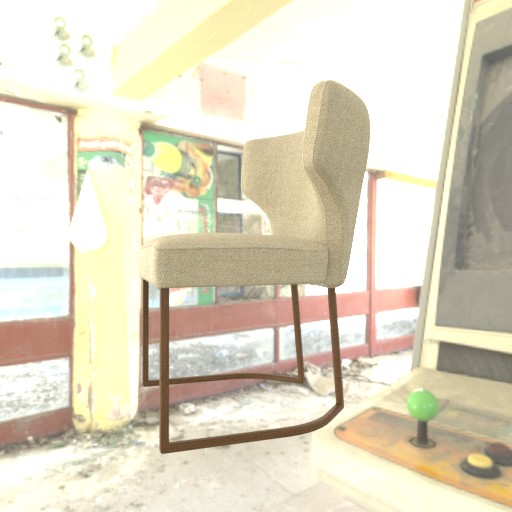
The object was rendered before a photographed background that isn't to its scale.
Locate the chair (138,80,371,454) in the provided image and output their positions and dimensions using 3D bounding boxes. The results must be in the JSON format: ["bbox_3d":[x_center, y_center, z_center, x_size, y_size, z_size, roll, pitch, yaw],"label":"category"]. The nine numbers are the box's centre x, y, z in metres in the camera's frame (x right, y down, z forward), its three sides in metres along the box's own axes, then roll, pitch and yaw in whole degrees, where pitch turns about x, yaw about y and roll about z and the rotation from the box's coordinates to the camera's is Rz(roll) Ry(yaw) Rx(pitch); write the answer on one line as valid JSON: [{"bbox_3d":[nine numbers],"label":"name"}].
[{"bbox_3d":[0.000,0.000,1.254,0.617,0.824,0.611,0,0,-18],"label":"chair"}]
